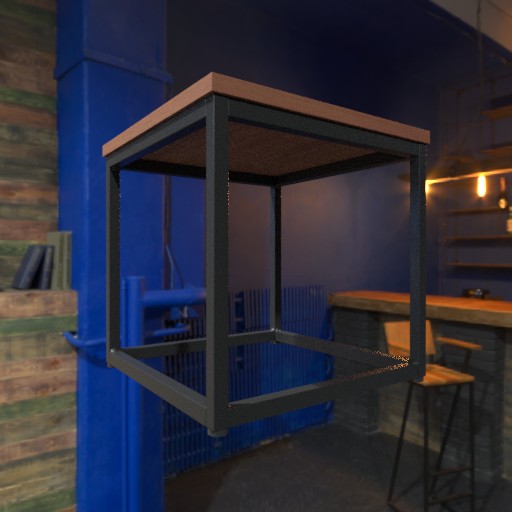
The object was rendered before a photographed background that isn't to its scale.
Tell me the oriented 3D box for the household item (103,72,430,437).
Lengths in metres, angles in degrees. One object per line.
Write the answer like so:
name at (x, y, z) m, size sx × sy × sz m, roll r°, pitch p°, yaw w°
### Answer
household item at (0.000, 0.000, 0.759) m, size 0.400 × 0.400 × 0.400 m, roll 0°, pitch 0°, yaw -35°
